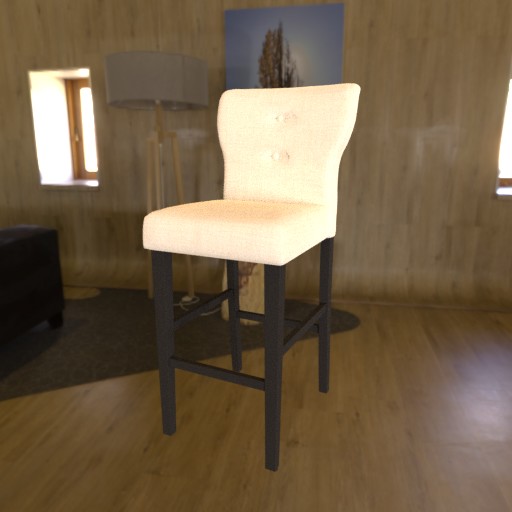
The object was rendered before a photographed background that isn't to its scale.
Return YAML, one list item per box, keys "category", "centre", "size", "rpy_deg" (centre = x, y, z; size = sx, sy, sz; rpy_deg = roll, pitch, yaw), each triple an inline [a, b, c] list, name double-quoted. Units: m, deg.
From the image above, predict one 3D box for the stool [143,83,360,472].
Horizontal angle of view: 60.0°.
- category: "stool"
  centre: [0.000, 0.000, 1.474]
  size: [0.516, 1.124, 0.603]
  rpy_deg: [7, 15, 25]
